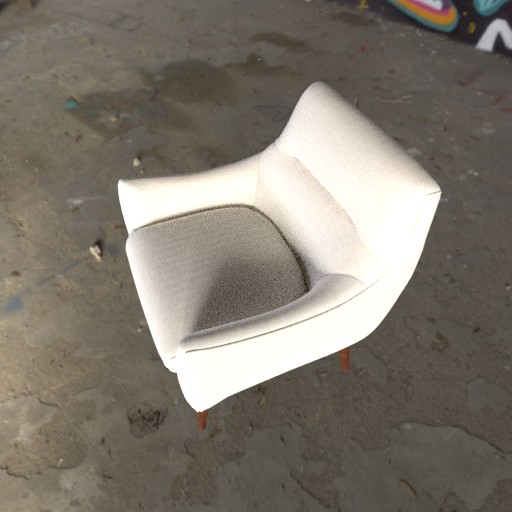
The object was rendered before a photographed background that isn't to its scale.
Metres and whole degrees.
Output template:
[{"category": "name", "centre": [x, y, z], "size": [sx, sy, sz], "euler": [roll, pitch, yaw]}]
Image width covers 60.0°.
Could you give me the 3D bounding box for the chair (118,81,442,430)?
[{"category": "chair", "centre": [0.000, 0.000, 1.465], "size": [0.787, 0.838, 0.762], "euler": [-17, 49, -16]}]
